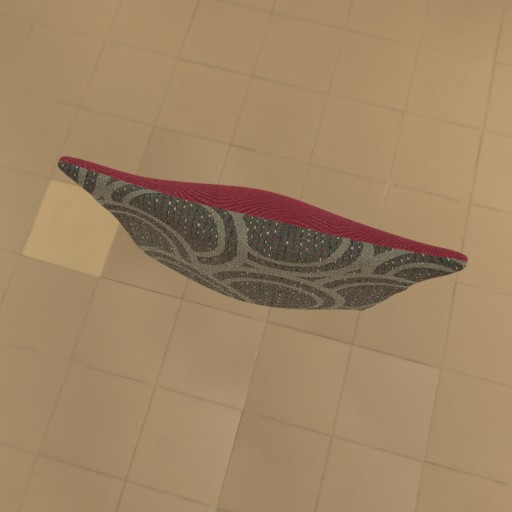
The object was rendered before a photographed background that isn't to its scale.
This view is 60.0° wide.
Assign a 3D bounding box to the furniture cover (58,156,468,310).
[{"bbox_3d":[0.000,0.000,0.781,0.514,0.513,0.163,14,78,3],"label":"furniture cover"}]
